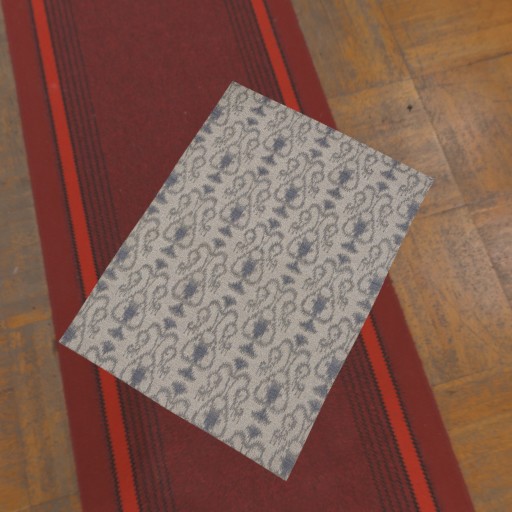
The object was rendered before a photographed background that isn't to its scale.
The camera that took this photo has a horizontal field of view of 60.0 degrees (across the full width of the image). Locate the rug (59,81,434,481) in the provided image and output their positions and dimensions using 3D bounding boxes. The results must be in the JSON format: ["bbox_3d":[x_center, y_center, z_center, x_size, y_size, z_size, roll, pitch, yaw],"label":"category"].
[{"bbox_3d":[0.000,0.000,3.017,1.676,0.013,2.261,28,76,8],"label":"rug"}]
